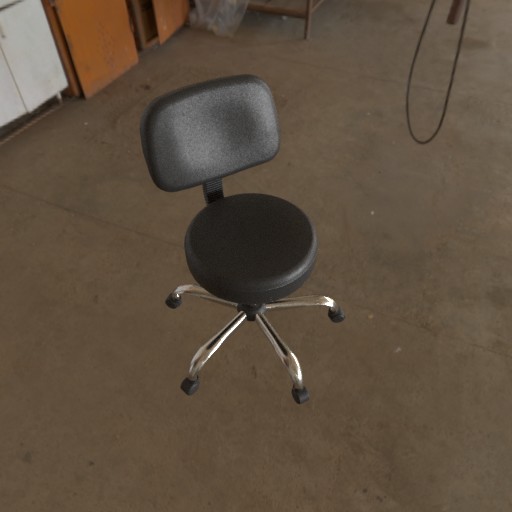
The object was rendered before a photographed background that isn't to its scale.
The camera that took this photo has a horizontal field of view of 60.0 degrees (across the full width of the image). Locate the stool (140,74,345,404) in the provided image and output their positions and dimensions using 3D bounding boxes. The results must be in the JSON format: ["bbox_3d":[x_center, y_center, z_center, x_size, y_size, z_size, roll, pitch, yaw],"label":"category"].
[{"bbox_3d":[0.000,0.000,1.355,0.673,0.862,0.648,-23,51,-20],"label":"stool"}]
